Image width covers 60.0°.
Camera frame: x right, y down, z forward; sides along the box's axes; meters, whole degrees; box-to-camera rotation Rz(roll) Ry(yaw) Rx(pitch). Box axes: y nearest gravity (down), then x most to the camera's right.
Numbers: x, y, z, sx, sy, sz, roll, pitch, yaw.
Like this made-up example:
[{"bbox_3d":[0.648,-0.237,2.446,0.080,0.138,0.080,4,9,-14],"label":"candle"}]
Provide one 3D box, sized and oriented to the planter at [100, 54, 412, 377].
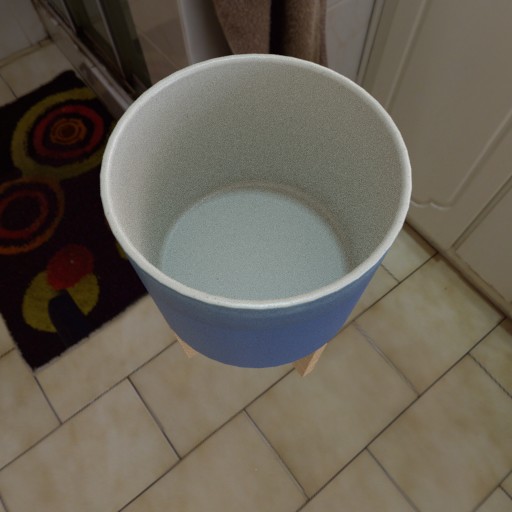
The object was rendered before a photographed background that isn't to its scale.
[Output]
[{"bbox_3d":[0.000,0.000,0.539,0.261,0.367,0.261,0,64,0],"label":"planter"}]
